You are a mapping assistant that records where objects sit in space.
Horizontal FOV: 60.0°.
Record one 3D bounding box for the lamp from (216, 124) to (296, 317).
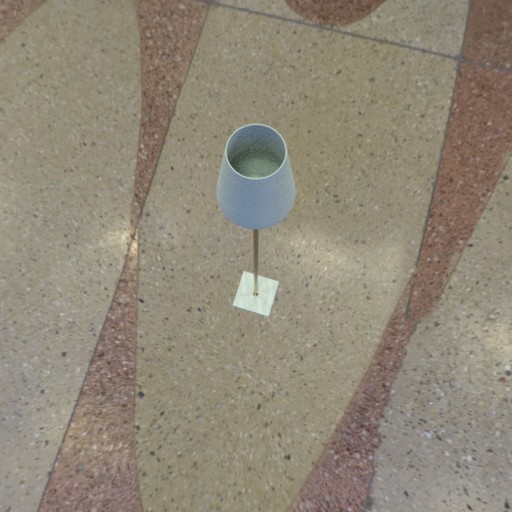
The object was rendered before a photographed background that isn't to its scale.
[{"bbox_3d":[0.000,0.000,1.879,0.232,1.813,0.229,17,75,4],"label":"lamp"}]
